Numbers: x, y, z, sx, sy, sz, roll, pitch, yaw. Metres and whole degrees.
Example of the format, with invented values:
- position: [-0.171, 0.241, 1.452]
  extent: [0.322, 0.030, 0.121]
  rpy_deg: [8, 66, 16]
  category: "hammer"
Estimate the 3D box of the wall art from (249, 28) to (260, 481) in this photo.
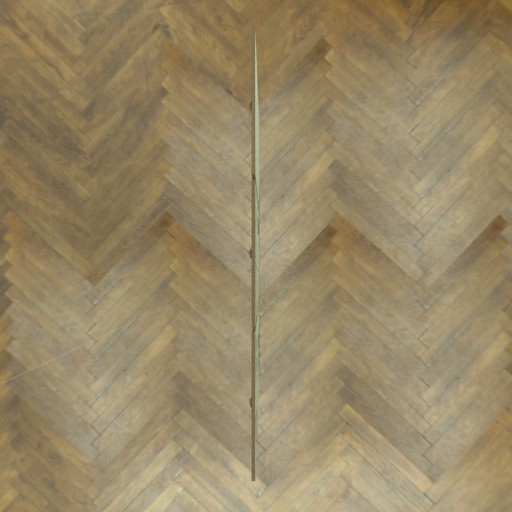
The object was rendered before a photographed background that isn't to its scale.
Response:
- position: [0.000, 0.000, 2.254]
  extent: [0.023, 1.522, 1.526]
  rpy_deg: [0, 89, 1]
  category: "wall art"
